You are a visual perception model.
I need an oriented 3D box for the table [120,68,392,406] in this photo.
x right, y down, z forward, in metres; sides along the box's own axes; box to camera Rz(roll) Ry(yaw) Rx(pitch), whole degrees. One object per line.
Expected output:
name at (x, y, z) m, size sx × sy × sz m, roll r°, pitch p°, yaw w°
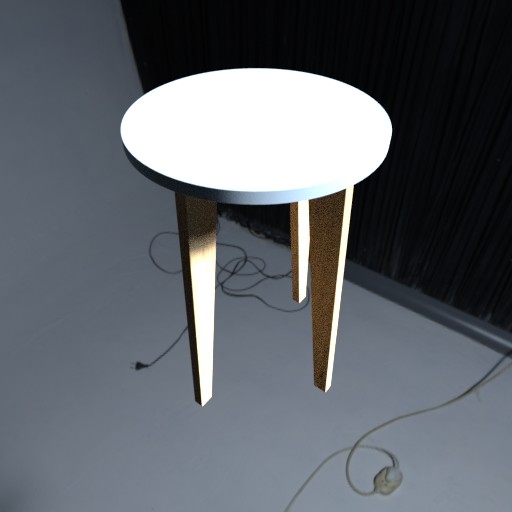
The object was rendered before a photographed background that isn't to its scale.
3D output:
table at (0.000, 0.000, 0.754) m, size 0.350 × 0.500 × 0.350 m, roll 0°, pitch 42°, yaw 0°
